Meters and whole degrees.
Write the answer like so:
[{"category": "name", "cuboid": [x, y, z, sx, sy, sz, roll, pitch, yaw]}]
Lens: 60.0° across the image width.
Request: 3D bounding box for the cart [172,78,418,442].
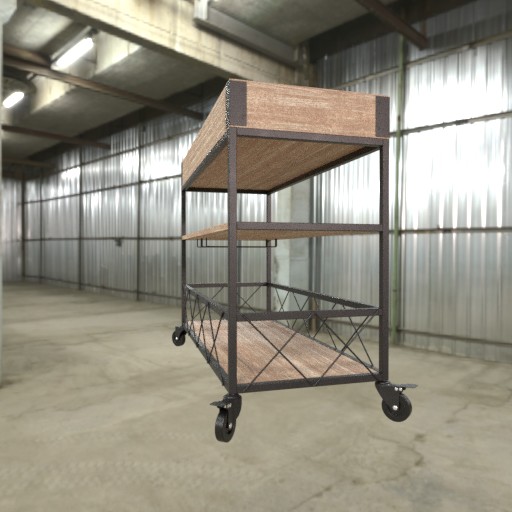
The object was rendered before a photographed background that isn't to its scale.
[{"category": "cart", "cuboid": [0.000, 0.000, 1.497, 0.500, 0.787, 1.101, 0, 1, -16]}]
